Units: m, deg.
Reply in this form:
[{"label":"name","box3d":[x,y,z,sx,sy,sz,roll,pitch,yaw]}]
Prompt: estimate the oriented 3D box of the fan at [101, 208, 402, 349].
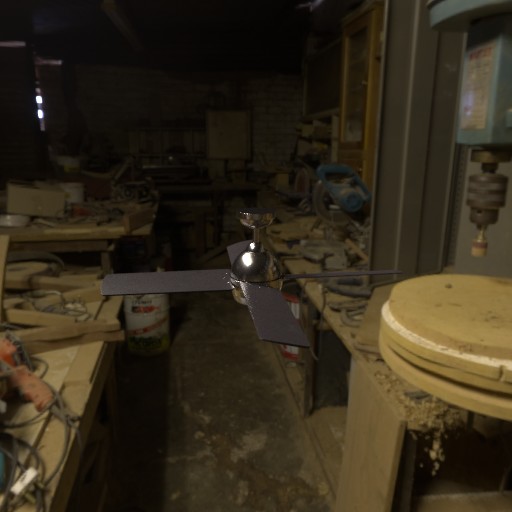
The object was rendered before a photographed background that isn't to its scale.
[{"label":"fan","box3d":[0.000,0.000,1.962,1.332,0.403,1.332,-2,15,-8]}]
